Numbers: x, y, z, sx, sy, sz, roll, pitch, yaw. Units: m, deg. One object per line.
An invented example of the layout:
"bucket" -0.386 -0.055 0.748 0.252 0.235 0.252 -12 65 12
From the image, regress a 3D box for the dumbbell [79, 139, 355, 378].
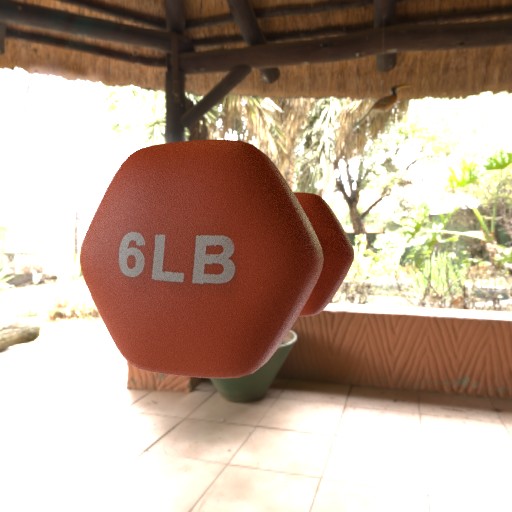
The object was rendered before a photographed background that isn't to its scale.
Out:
"dumbbell" 0.000 0.000 0.200 0.079 0.071 0.162 0 1 17
